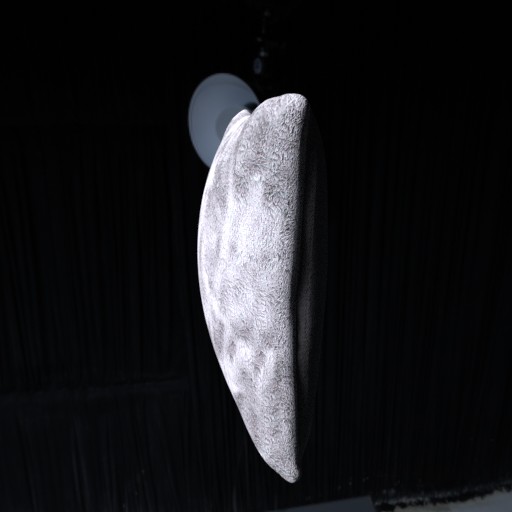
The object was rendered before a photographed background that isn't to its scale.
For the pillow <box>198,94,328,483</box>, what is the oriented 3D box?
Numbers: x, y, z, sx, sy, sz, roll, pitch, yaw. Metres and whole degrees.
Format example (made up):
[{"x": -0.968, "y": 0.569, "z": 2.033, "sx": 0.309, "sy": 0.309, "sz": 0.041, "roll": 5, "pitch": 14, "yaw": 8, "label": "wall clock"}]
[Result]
[{"x": 0.000, "y": 0.000, "z": 0.782, "sx": 0.204, "sy": 0.520, "sz": 0.522, "roll": -2, "pitch": 15, "yaw": -8, "label": "pillow"}]
